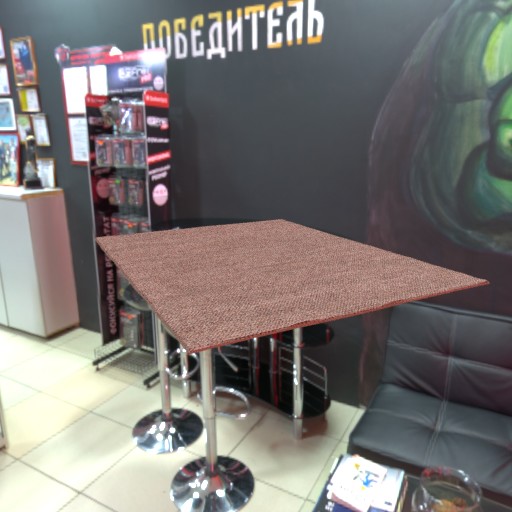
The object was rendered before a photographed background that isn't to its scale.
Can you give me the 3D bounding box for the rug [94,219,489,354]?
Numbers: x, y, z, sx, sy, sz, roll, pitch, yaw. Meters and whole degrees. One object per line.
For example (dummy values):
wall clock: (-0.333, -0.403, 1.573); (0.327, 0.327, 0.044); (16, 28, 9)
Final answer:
rug: (0.000, 0.000, 4.131); (2.429, 0.030, 3.052); (-8, 17, -27)
